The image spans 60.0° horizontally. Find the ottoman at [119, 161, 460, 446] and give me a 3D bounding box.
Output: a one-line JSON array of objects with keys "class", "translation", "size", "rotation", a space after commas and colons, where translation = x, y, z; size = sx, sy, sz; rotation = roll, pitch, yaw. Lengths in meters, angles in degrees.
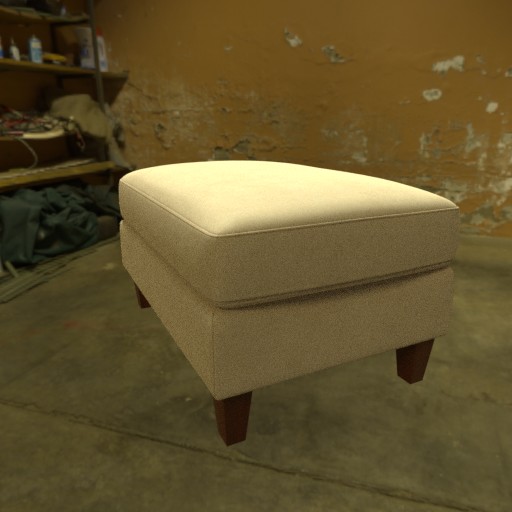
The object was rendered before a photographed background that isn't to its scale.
[{"class": "ottoman", "translation": [0.000, 0.000, 1.213], "size": [0.584, 0.483, 0.864], "rotation": [-8, 19, -25]}]
